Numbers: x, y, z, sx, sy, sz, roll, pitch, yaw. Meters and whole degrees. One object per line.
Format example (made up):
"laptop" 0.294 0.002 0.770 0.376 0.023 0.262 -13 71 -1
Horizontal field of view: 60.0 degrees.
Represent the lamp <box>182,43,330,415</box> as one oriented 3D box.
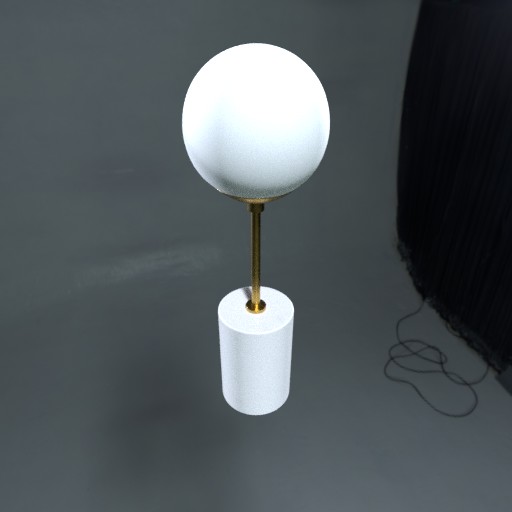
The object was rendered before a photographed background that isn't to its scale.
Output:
"lamp" 0.000 0.000 0.553 0.153 0.480 0.153 0 32 0
